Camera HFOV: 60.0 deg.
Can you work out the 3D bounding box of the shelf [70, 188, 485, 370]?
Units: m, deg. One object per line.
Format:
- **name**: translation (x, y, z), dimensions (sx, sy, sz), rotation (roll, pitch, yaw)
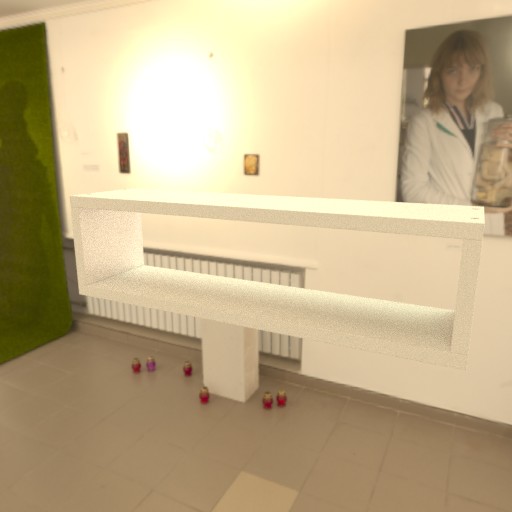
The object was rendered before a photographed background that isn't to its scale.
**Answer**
- **shelf**: translation (0.000, 0.000, 0.682), dimensions (0.610, 0.170, 0.150), rotation (7, 15, 25)
